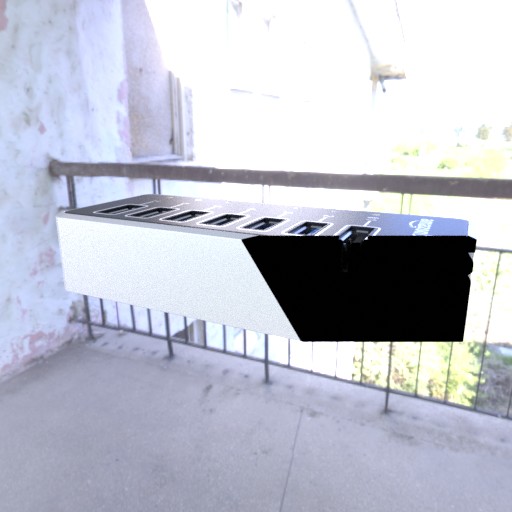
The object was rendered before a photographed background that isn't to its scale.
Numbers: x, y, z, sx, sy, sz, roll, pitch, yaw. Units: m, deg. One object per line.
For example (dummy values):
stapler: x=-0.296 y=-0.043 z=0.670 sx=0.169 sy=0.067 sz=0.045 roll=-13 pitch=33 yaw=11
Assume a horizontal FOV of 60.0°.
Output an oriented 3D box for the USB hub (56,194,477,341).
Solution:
USB hub: x=0.000 y=0.000 z=0.125 sx=0.110 sy=0.023 sz=0.044 roll=8 pitch=18 yaw=25
